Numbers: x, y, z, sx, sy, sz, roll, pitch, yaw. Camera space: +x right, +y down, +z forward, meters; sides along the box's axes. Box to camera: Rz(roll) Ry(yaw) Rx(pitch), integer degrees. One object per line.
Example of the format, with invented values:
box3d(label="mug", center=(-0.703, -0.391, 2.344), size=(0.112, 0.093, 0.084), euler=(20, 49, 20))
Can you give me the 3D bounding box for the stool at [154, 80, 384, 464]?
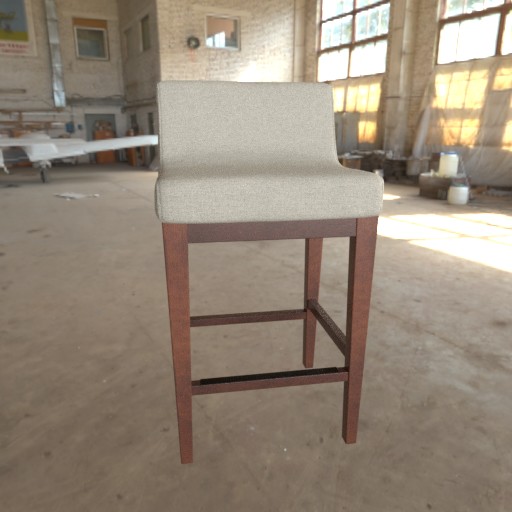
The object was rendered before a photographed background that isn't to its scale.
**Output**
box3d(label="stool", center=(0.000, 0.000, 1.222), size=(0.511, 0.937, 0.500), euler=(-3, 16, -9))
